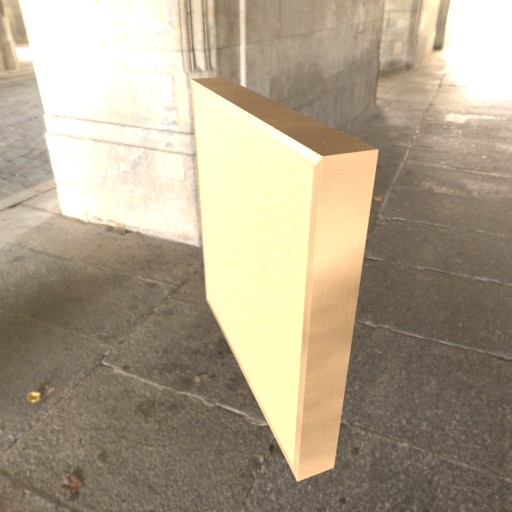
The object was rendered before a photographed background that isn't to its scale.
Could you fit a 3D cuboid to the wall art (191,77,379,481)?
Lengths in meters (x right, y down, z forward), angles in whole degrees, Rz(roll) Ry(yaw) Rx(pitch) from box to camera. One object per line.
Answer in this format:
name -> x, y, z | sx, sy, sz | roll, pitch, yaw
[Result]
wall art -> 0.000, 0.000, 0.457 | 0.038, 0.303, 0.305 | -11, 32, -18
